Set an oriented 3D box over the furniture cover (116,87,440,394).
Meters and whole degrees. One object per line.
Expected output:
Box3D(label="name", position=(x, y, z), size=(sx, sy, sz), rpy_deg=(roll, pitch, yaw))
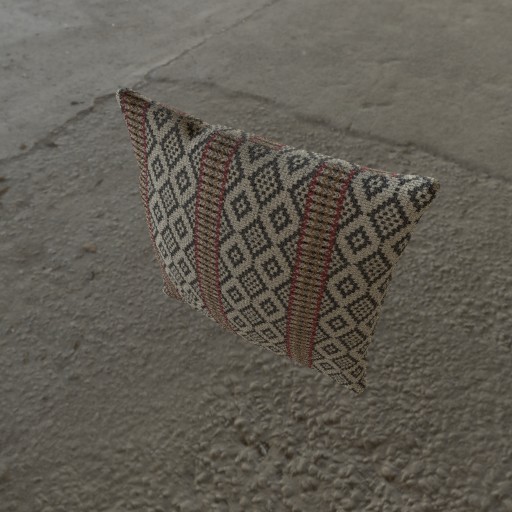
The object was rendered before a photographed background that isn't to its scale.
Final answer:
Box3D(label="furniture cover", position=(0.000, 0.000, 0.790), size=(0.503, 0.506, 0.182), rpy_deg=(23, 50, 21))
